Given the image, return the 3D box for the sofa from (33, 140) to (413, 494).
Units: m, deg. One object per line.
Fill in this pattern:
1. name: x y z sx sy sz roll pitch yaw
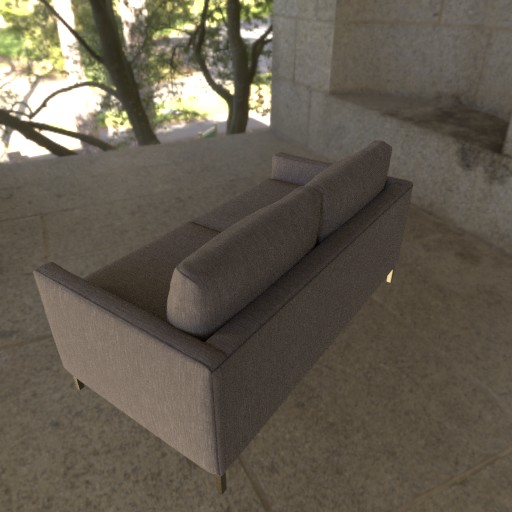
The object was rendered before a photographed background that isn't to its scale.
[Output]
1. sofa: 0.000 0.000 2.076 0.875 0.840 1.682 20 37 30
